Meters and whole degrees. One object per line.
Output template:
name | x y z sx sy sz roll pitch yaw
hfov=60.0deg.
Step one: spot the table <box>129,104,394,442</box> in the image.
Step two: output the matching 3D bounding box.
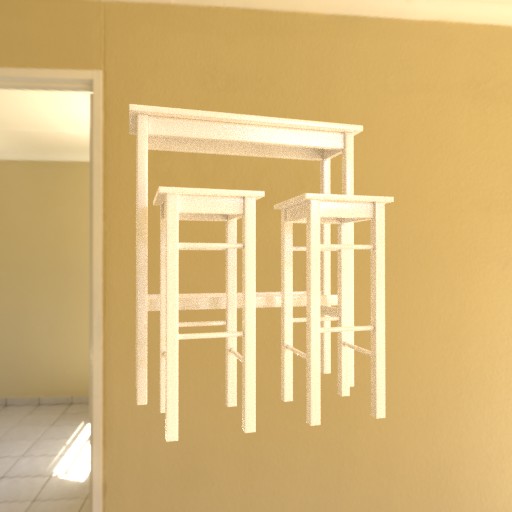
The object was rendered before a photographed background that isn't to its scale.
table | 0.000 0.000 1.659 0.915 1.065 0.650 0 -1 -16
